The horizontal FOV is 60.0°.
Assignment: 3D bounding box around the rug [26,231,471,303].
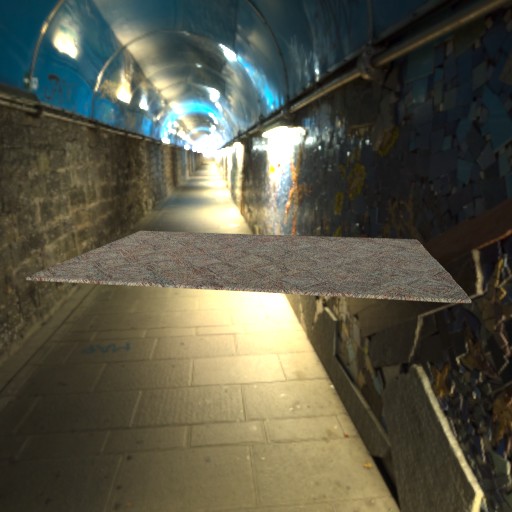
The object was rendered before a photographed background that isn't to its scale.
[{"bbox_3d":[0.000,0.000,2.250,1.761,0.014,1.143,2,13,10],"label":"rug"}]
